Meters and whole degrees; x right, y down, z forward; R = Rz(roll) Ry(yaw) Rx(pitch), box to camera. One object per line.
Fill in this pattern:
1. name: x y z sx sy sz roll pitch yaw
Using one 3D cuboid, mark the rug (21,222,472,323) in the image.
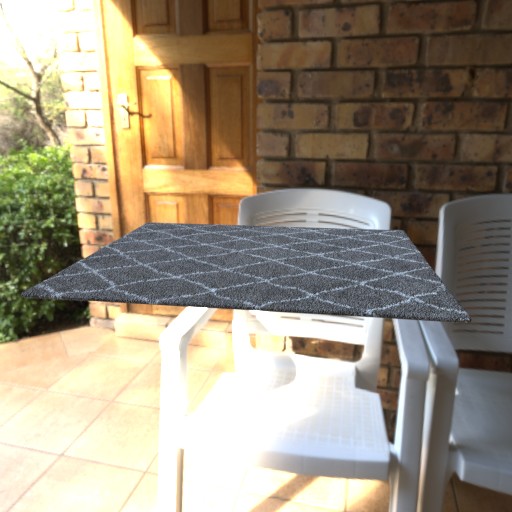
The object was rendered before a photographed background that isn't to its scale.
1. rug: 0.000 0.000 4.088 3.047 0.029 2.438 2 17 8
